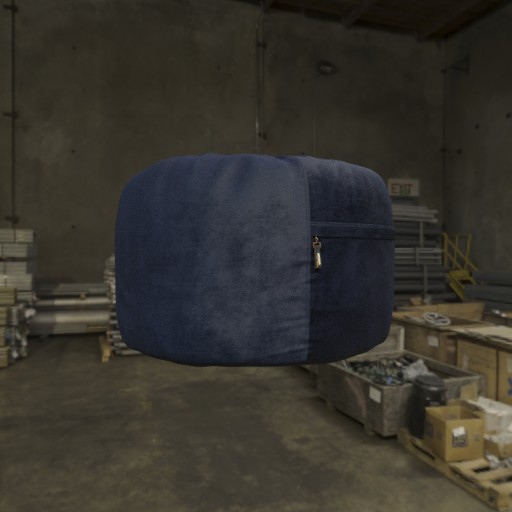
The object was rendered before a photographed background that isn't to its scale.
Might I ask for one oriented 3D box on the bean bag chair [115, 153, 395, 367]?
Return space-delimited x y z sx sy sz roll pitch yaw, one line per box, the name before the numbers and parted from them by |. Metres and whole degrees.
bean bag chair | 0.000 0.000 2.007 1.219 0.762 1.219 0 0 0
